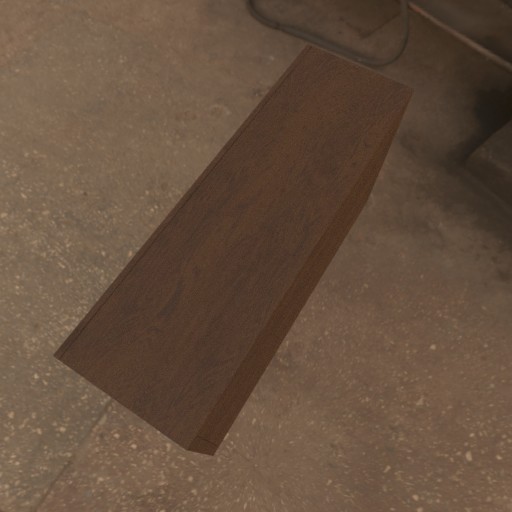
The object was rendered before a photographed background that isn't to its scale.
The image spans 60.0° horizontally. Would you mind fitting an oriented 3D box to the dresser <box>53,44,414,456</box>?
[{"bbox_3d":[0.000,0.000,1.914,0.512,0.889,1.523,29,68,13],"label":"dresser"}]
